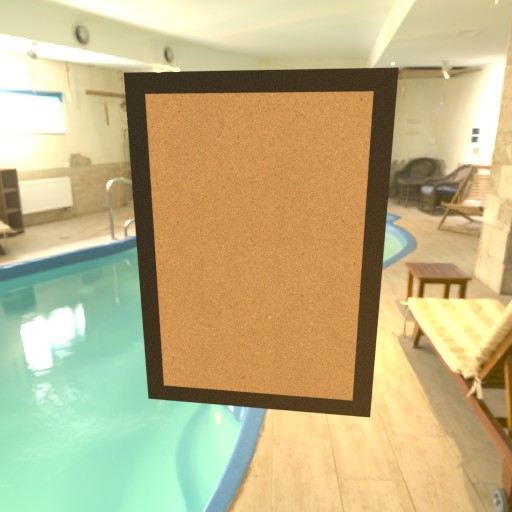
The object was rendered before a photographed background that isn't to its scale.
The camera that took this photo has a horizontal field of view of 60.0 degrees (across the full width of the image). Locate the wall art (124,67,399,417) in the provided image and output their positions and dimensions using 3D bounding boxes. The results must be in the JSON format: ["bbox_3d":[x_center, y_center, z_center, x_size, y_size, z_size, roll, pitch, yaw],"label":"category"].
[{"bbox_3d":[0.000,0.000,0.686,0.381,0.534,0.013,2,16,8],"label":"wall art"}]
